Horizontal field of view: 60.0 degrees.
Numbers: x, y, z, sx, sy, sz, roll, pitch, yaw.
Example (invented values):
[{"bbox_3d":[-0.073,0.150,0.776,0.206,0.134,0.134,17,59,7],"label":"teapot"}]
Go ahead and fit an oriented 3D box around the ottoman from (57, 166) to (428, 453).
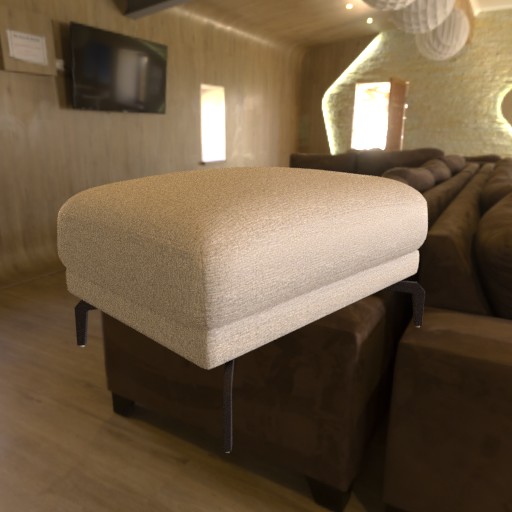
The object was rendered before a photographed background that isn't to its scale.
[{"bbox_3d":[0.000,0.000,1.085,0.568,0.420,0.772,14,21,43],"label":"ottoman"}]
